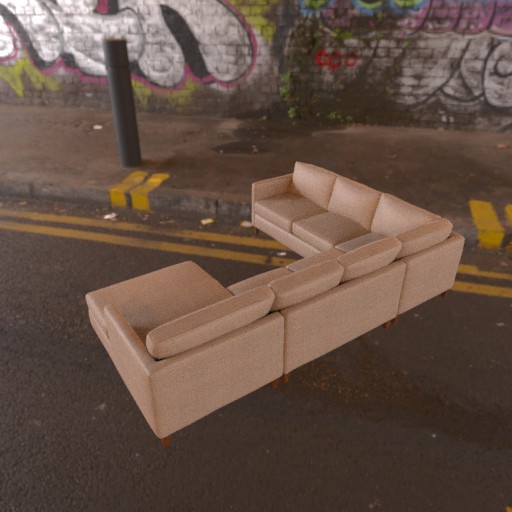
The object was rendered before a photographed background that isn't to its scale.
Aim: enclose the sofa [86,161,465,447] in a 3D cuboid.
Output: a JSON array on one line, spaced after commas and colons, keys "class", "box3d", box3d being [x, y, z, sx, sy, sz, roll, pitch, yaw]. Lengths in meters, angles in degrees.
[{"class": "sofa", "box3d": [0.000, 0.000, 4.692, 3.460, 0.961, 2.594, -19, 34, -30]}]
